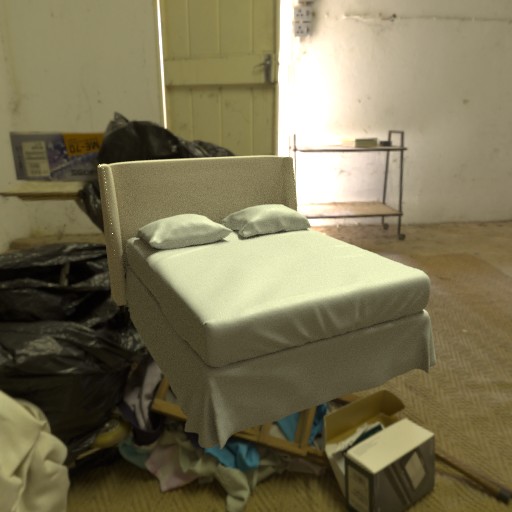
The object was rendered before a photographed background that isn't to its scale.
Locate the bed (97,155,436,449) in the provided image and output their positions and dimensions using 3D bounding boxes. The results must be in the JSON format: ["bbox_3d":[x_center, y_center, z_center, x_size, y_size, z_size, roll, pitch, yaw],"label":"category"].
[{"bbox_3d":[0.000,0.000,3.470,1.925,1.332,2.276,-9,20,-26],"label":"bed"}]
